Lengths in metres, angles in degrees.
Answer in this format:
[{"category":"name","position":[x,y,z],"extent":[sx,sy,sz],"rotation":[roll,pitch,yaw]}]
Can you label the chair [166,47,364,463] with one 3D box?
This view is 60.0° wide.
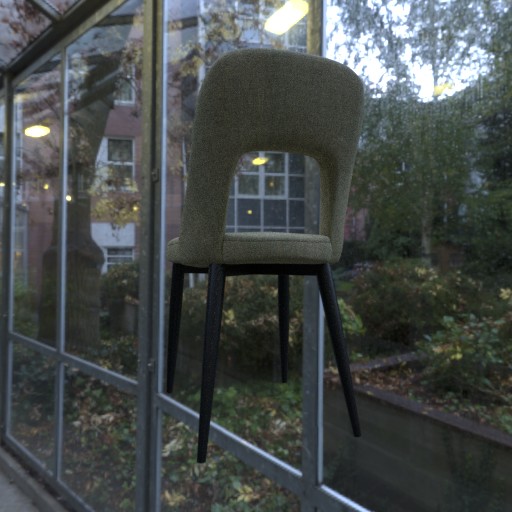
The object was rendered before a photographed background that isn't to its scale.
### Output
[{"category":"chair","position":[0.000,0.000,1.278],"extent":[0.470,0.931,0.612],"rotation":[0,-1,-18]}]
